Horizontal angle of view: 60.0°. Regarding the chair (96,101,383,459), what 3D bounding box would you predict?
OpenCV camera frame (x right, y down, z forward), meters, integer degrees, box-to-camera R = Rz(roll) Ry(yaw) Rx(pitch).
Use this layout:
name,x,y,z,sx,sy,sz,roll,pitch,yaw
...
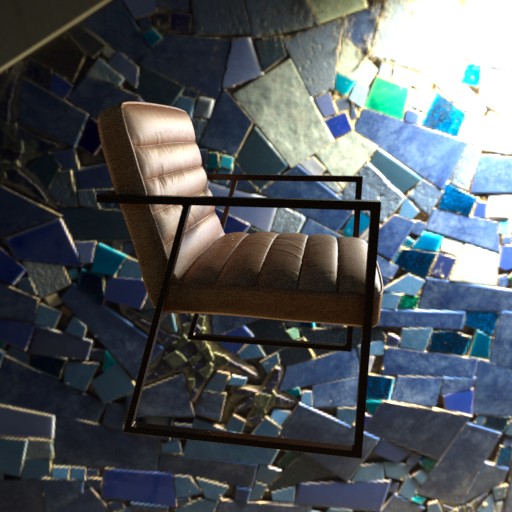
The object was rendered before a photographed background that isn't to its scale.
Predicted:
name,x,y,z,sx,sy,sz,roll,pitch,yaw
chair,0.000,0.000,1.274,0.677,0.832,0.571,3,16,9
